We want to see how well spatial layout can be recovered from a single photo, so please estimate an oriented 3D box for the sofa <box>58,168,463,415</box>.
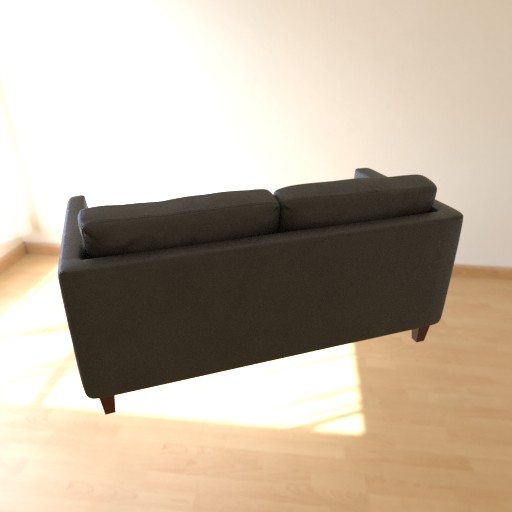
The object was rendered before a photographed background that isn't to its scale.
[{"bbox_3d":[0.000,0.000,2.423,1.883,0.933,0.951,-8,28,-16],"label":"sofa"}]
